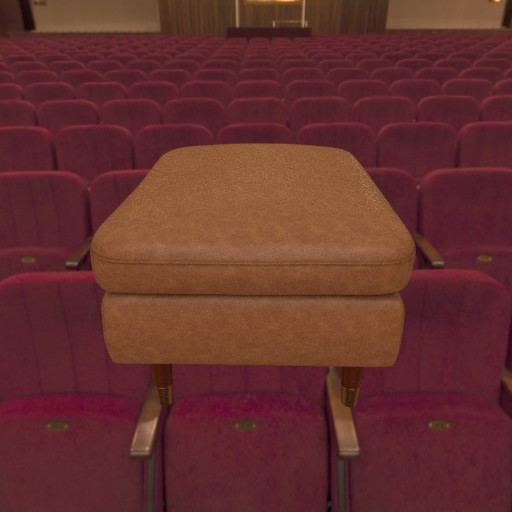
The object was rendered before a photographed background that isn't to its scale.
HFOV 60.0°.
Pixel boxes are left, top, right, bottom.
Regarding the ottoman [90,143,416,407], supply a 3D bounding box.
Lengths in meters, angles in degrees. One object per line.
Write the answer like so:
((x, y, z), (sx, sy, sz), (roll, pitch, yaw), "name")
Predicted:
((0.000, 0.000, 1.136), (0.593, 0.478, 0.747), (0, 26, 1), "ottoman")
